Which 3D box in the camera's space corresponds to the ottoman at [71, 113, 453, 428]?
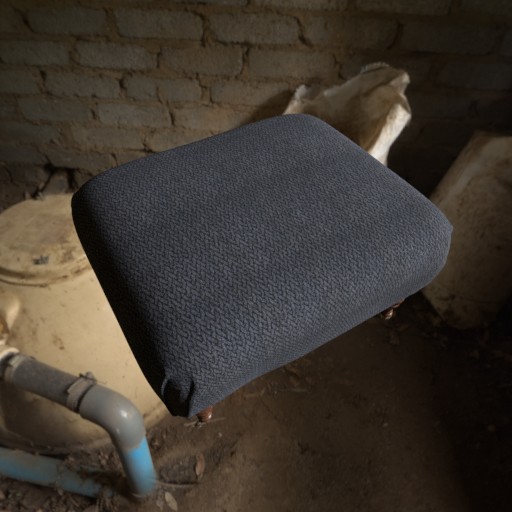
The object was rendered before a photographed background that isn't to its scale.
[{"bbox_3d":[0.000,0.000,1.132,0.747,0.450,0.622,-24,52,-21],"label":"ottoman"}]
